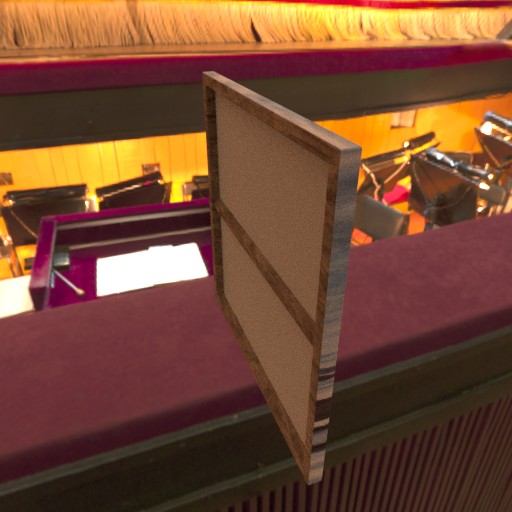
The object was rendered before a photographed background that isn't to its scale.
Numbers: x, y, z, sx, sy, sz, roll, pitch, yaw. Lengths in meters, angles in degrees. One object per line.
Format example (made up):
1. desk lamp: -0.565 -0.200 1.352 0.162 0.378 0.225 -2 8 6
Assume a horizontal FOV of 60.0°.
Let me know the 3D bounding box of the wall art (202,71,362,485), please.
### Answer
1. wall art: 0.000 0.000 1.086 0.035 0.747 0.747 -11 32 -17
